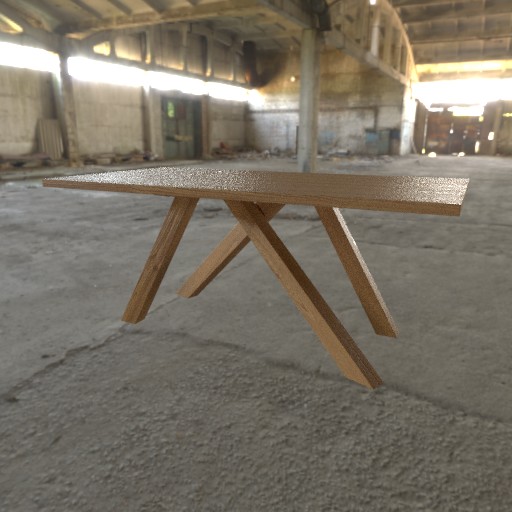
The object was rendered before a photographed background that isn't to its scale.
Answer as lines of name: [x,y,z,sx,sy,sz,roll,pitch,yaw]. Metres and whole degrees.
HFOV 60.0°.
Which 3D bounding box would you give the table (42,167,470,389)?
table: [0.000,0.000,2.180,1.797,0.750,0.901,7,17,25]
